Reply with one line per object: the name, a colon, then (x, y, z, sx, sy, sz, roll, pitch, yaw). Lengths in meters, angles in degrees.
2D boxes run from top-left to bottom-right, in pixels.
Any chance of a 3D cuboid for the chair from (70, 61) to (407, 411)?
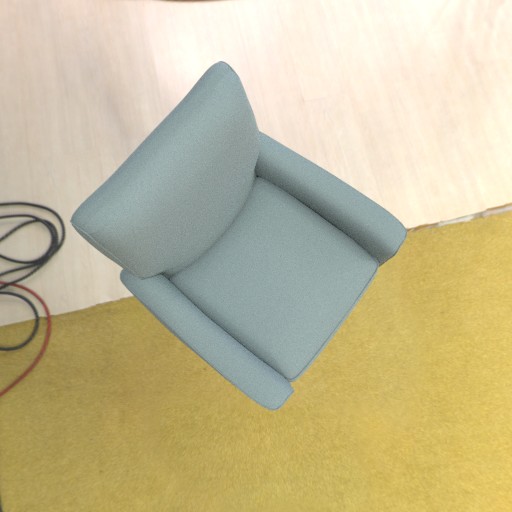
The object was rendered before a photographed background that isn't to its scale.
chair: (0.000, 0.000, 1.702, 0.846, 1.007, 0.853, 38, 79, 9)
